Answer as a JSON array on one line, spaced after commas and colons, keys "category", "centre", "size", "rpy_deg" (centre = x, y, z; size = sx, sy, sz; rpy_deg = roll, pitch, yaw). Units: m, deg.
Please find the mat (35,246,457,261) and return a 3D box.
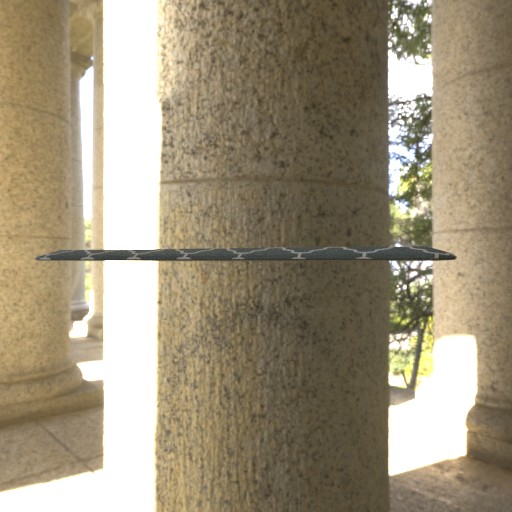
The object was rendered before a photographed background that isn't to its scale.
[{"category": "mat", "centre": [0.000, 0.000, 0.970], "size": [0.762, 0.021, 0.508], "rpy_deg": [0, -1, 19]}]
